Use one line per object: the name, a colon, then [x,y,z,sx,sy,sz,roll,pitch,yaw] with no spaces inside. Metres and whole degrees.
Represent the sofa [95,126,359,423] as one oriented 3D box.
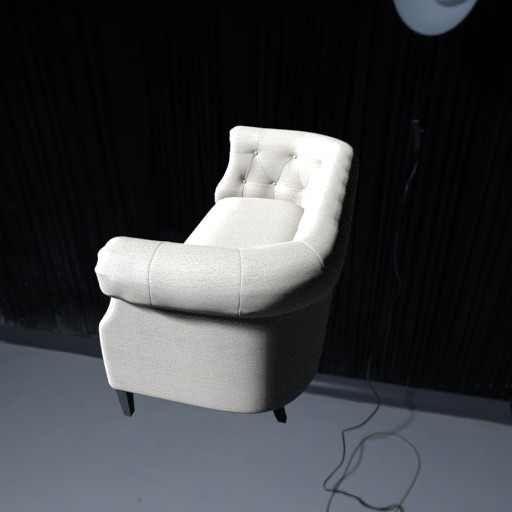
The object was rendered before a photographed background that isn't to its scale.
sofa: [0.000,0.000,2.081,0.835,0.827,1.558,8,32,12]
